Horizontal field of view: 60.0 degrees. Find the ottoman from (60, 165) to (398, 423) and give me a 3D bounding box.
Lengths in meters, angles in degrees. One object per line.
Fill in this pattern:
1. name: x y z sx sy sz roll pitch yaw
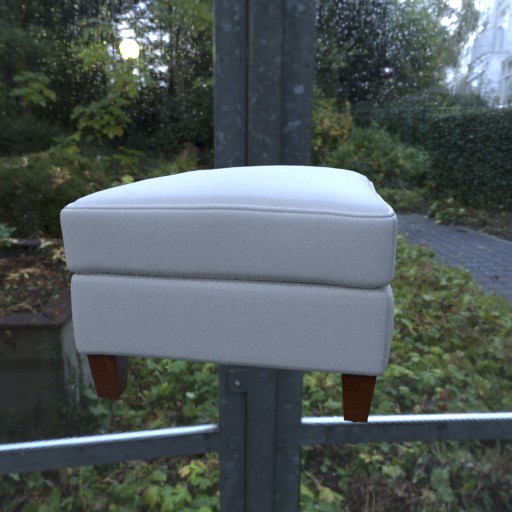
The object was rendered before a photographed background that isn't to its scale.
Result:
1. ottoman: 0.000 0.000 1.195 0.634 0.479 0.818 2 15 9
